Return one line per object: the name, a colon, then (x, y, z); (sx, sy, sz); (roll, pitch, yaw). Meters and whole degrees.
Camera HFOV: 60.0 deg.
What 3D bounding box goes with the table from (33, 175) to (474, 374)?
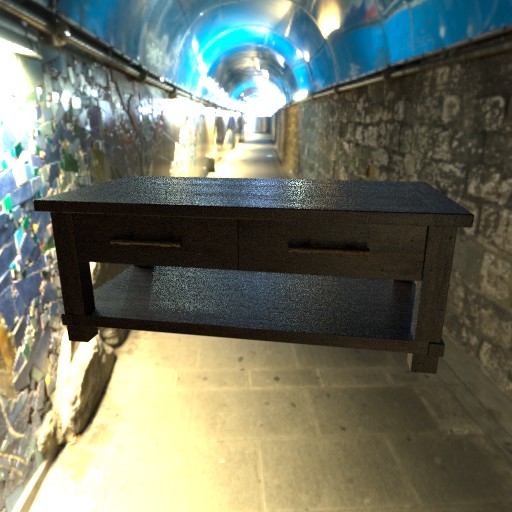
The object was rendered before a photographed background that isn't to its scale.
table: (0.000, 0.000, 1.645); (1.270, 0.494, 0.700); (3, 17, 10)
